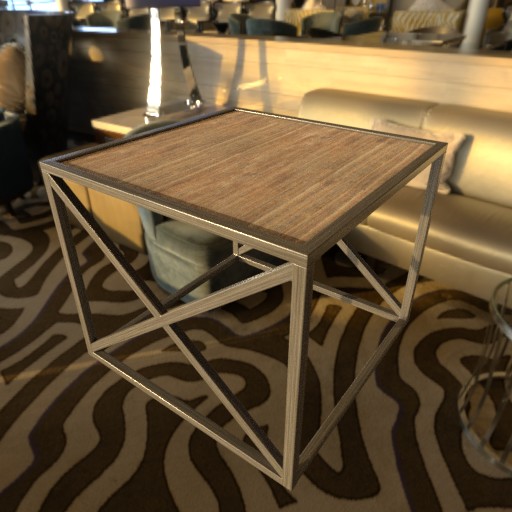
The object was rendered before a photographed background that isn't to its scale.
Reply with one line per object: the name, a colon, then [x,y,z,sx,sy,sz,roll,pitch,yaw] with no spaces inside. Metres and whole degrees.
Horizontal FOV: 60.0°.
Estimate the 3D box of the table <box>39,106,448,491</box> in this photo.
table: [0.000,0.000,1.056,0.611,0.507,0.609,21,36,31]
